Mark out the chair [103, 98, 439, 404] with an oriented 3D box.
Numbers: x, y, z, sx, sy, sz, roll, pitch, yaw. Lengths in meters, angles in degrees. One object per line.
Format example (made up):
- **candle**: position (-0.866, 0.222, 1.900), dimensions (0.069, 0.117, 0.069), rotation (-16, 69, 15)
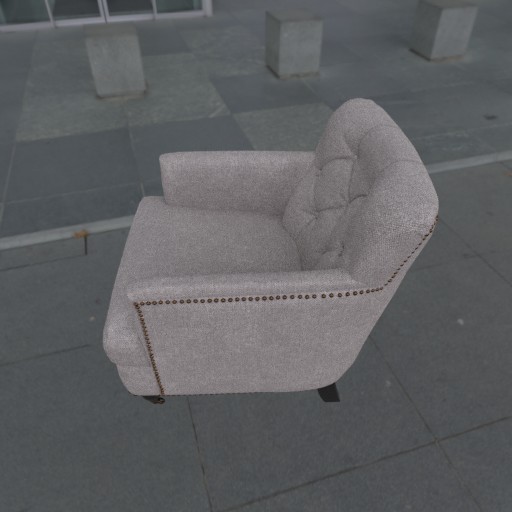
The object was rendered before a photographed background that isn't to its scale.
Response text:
- **chair**: position (0.000, 0.000, 1.490), dimensions (0.902, 0.823, 0.737), rotation (-1, 41, -2)
